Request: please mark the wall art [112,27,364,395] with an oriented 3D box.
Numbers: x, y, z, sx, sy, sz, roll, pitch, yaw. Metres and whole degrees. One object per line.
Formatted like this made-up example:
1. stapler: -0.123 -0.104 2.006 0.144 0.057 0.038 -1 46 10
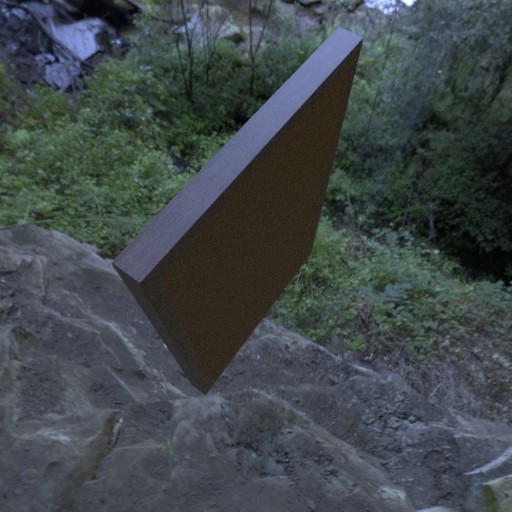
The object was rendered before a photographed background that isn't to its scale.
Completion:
1. wall art: 0.000 0.000 0.643 0.031 0.509 0.356 33 68 15
